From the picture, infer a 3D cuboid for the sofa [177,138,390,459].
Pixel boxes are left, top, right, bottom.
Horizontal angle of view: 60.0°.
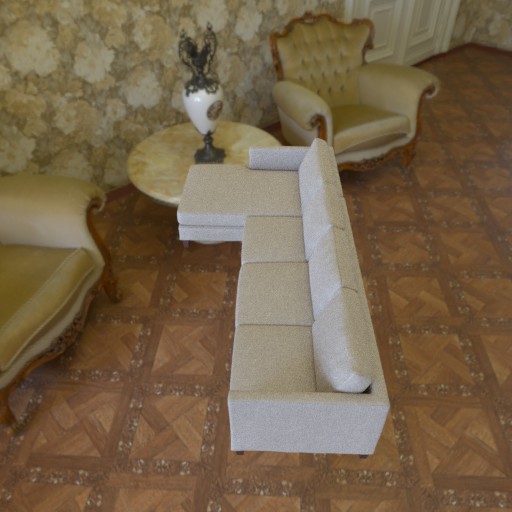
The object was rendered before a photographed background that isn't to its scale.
[{"bbox_3d":[0.000,0.000,3.878,1.625,0.846,3.186,1,41,1],"label":"sofa"}]
